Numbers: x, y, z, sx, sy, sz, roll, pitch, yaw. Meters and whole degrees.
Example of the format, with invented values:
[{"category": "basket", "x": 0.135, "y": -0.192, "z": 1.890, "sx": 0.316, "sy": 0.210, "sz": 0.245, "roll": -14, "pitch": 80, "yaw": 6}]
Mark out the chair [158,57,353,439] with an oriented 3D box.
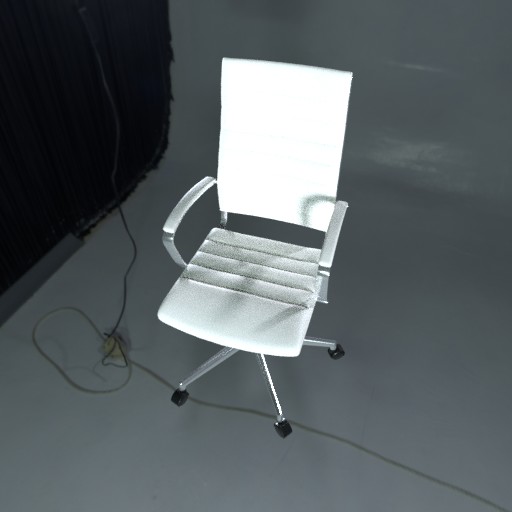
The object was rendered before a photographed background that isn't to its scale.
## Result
[{"category": "chair", "x": 0.000, "y": 0.000, "z": 1.610, "sx": 0.766, "sy": 1.149, "sz": 0.739, "roll": 12, "pitch": 44, "yaw": 13}]
